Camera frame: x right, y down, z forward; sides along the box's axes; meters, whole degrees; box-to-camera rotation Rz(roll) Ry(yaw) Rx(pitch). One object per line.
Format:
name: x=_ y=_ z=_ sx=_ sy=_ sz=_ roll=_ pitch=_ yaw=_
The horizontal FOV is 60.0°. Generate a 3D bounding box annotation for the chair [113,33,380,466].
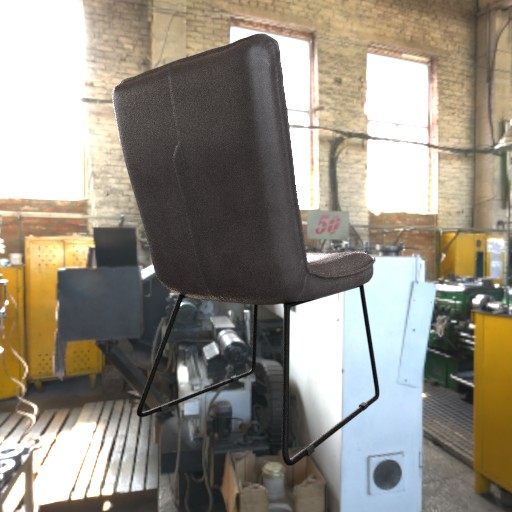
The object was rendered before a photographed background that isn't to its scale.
chair: x=0.000 y=0.000 z=1.301 sx=0.515 sy=0.932 sz=0.688 roll=1 pitch=1 yaw=35
